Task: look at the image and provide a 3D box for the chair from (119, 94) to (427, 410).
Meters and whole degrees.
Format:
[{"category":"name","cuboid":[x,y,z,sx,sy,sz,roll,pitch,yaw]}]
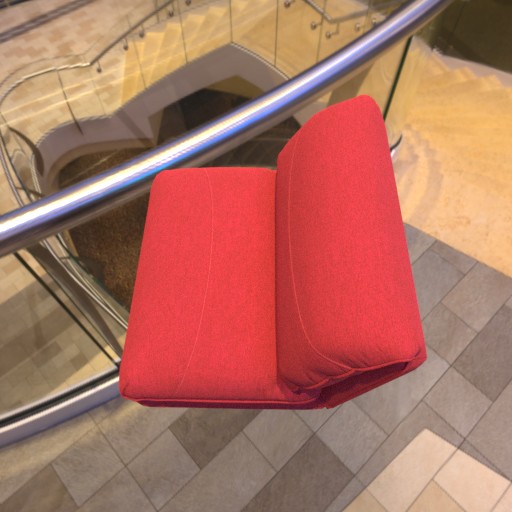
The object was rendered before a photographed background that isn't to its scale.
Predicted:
[{"category":"chair","cuboid":[0.000,0.000,1.336,0.780,0.580,0.820,1,60,0]}]
